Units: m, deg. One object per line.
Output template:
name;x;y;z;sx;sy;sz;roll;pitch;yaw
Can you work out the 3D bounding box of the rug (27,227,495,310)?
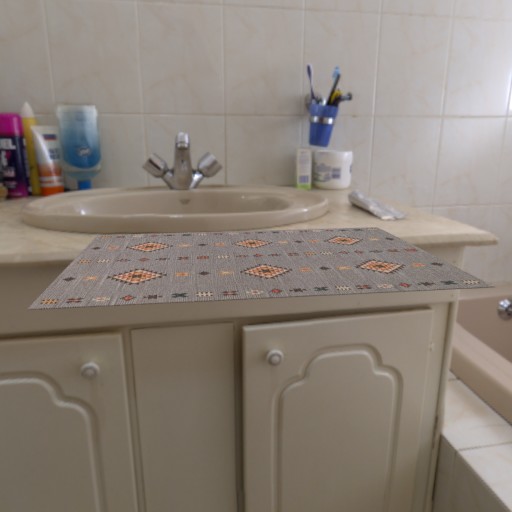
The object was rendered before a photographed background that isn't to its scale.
rug;0.000;0.000;2.284;1.818;0.005;1.217;-2;16;-7
